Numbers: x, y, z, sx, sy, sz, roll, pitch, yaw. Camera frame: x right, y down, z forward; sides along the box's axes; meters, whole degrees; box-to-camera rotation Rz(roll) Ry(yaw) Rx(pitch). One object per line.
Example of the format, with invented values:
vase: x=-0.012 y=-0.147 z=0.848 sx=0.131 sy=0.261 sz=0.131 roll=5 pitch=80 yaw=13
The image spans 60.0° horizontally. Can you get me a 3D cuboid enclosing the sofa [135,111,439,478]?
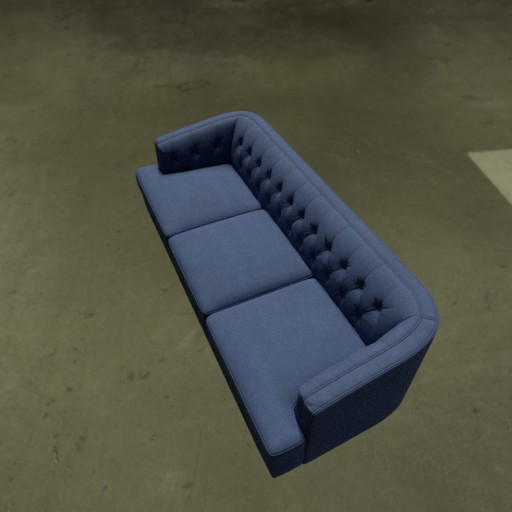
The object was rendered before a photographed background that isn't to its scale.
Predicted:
sofa: x=0.000 y=0.000 z=2.673 sx=0.914 sy=0.787 sz=2.235 roll=-18 pitch=48 yaw=-17
